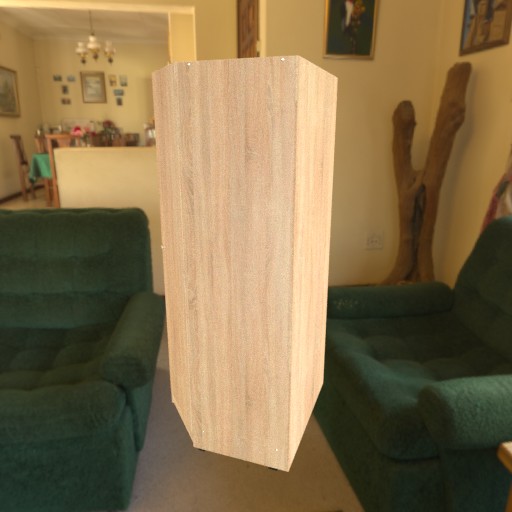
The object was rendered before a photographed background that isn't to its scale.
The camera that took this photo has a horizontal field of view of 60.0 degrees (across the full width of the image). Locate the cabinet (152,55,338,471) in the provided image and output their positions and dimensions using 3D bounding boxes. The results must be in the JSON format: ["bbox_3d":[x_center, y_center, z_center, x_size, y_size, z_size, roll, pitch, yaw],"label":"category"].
[{"bbox_3d":[0.000,0.000,2.767,1.094,2.120,1.327,-7,18,-24],"label":"cabinet"}]
